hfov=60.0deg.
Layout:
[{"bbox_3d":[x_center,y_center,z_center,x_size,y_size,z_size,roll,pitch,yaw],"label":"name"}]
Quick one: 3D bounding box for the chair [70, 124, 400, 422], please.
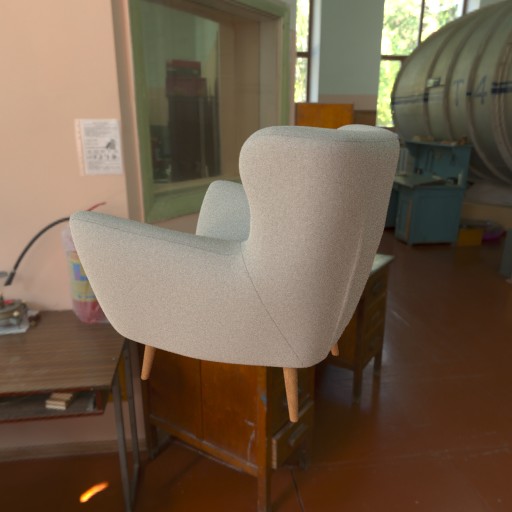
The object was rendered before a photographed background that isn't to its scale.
[{"bbox_3d":[0.000,0.000,1.567,0.889,0.889,0.890,8,19,25],"label":"chair"}]
